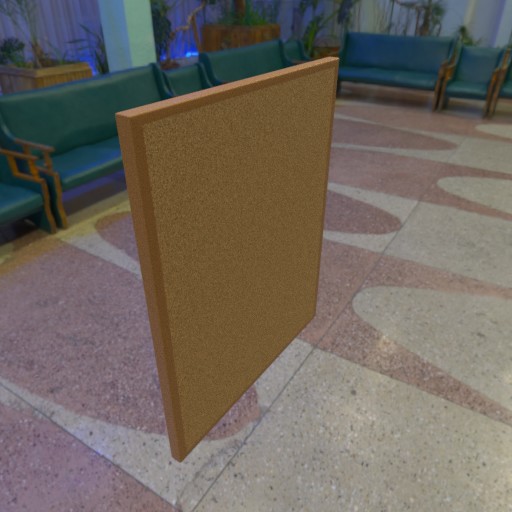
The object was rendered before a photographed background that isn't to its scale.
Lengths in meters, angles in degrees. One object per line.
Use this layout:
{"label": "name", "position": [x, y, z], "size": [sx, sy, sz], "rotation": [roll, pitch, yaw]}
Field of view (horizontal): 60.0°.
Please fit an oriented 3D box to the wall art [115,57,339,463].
{"label": "wall art", "position": [0.000, 0.000, 0.731], "size": [0.022, 0.553, 0.452], "rotation": [21, 37, 29]}
